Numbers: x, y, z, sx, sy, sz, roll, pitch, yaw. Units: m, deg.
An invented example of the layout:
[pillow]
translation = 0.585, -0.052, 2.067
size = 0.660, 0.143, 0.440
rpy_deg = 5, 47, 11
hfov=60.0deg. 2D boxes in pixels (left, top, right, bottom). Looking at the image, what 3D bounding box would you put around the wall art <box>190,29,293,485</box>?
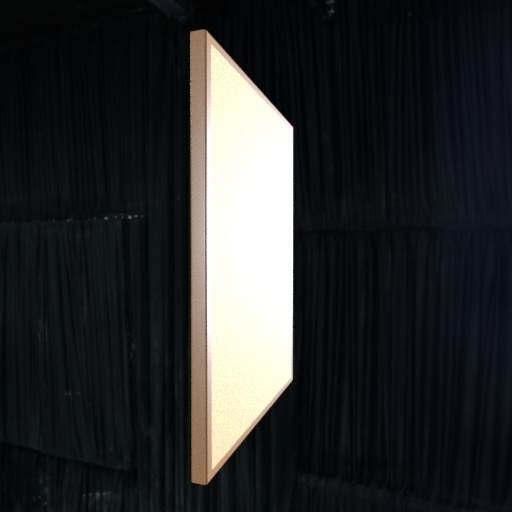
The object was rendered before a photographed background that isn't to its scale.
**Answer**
[wall art]
translation = 0.000, 0.000, 0.517
size = 0.015, 0.379, 0.310
rpy_deg = 0, 1, 18
